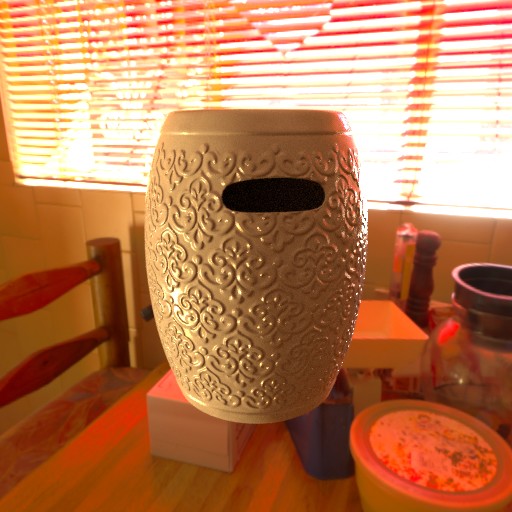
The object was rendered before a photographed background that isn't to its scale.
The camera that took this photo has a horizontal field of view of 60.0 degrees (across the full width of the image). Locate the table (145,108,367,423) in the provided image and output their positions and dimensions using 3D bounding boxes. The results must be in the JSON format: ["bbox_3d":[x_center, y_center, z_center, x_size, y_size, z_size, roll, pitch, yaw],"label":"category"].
[{"bbox_3d":[0.000,0.000,0.640,0.309,0.397,0.309,0,16,0],"label":"table"}]
